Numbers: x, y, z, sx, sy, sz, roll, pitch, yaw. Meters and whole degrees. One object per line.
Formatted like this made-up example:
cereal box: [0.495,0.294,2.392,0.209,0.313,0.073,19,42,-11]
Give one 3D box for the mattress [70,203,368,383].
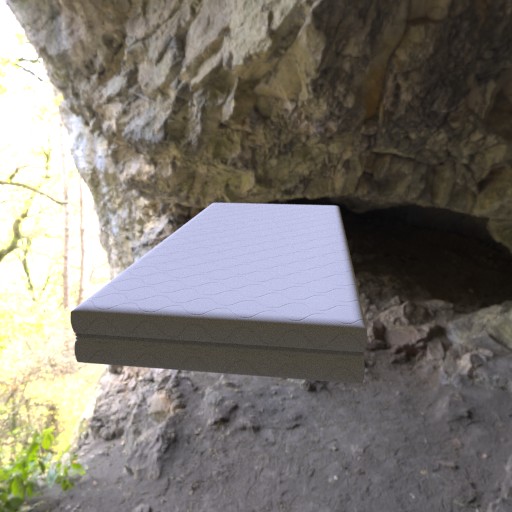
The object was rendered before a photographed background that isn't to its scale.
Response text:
mattress: [0.000,0.000,2.222,0.900,0.200,1.900,2,17,8]
